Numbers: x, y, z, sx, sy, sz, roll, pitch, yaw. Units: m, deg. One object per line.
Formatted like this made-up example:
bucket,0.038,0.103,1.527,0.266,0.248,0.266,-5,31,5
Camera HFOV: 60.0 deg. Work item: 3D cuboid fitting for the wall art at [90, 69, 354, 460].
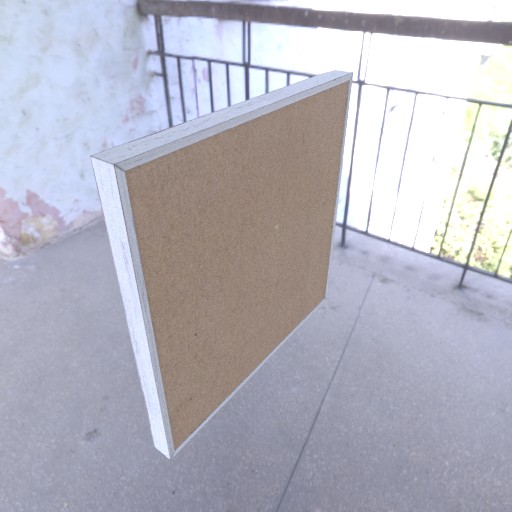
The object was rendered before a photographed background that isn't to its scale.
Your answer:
wall art,0.000,0.000,0.751,0.038,0.508,0.508,23,41,30
